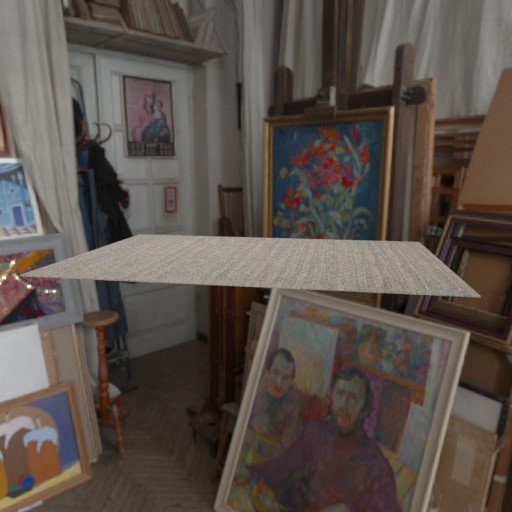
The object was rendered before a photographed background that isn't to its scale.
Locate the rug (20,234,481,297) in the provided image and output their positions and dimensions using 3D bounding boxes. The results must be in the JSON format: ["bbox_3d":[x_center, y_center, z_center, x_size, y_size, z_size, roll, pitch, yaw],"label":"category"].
[{"bbox_3d":[0.000,0.000,2.208,1.752,0.006,1.142,2,11,10],"label":"rug"}]
